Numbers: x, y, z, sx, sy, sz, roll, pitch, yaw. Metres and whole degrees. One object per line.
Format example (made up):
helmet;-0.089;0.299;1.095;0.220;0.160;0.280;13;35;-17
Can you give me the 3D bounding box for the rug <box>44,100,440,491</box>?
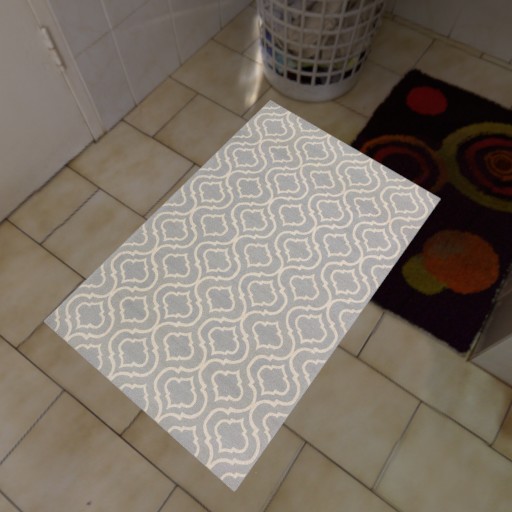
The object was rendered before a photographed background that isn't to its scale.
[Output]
rug;0.000;0.000;2.213;1.141;0.015;1.749;35;69;16
